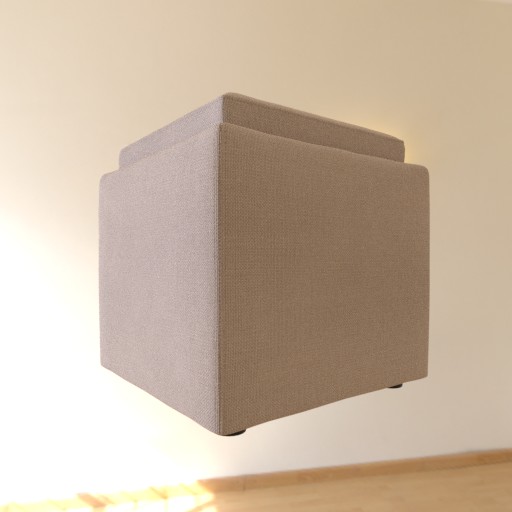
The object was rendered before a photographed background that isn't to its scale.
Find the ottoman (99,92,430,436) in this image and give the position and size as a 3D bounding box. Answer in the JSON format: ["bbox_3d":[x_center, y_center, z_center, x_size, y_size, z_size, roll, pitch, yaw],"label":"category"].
[{"bbox_3d":[0.000,0.000,0.818,0.451,0.460,0.450,0,0,-37],"label":"ottoman"}]
